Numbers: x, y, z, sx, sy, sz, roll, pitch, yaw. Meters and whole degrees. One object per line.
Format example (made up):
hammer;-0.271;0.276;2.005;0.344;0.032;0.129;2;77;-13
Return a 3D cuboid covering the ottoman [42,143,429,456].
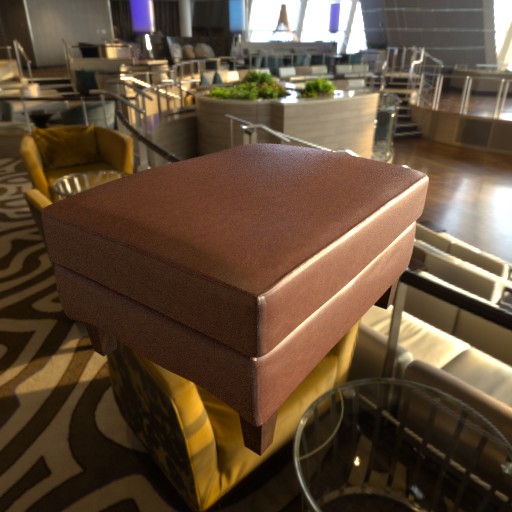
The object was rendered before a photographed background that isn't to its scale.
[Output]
ottoman;0.000;0.000;1.218;0.650;0.485;0.851;18;32;32
